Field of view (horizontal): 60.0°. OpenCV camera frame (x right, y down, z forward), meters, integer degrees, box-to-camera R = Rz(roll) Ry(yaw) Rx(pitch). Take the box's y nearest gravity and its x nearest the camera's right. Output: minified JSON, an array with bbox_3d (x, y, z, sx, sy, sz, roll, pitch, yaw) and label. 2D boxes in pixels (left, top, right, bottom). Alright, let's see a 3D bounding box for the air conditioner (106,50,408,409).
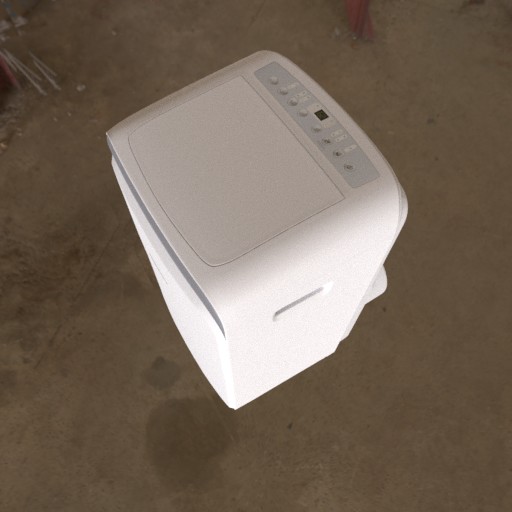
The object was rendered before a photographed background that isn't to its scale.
[{"bbox_3d":[0.000,0.000,1.040,0.467,0.765,0.478,-29,67,-14],"label":"air conditioner"}]
